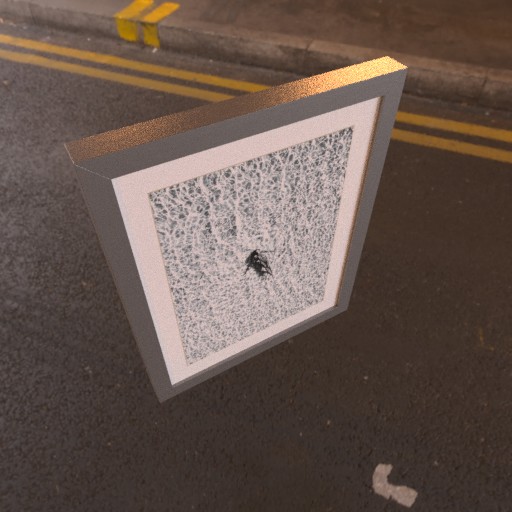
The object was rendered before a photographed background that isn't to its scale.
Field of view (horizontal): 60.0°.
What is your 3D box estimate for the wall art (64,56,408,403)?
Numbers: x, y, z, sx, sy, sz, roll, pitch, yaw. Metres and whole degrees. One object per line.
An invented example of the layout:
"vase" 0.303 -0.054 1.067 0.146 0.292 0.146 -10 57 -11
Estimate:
"wall art" 0.000 0.000 0.507 0.308 0.379 0.030 -22 51 -20
